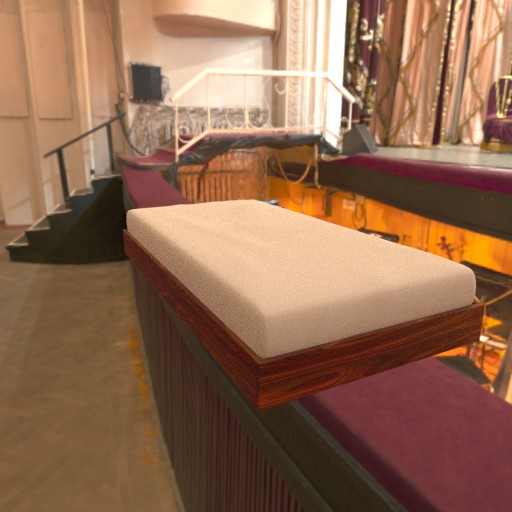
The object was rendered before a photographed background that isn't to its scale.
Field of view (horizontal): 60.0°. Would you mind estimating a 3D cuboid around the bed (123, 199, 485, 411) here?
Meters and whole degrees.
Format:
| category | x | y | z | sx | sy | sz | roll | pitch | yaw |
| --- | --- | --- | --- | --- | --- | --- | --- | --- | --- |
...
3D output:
| category | x | y | z | sx | sy | sz | roll | pitch | yaw |
| --- | --- | --- | --- | --- | --- | --- | --- | --- | --- |
| bed | 0.000 | 0.000 | 2.217 | 0.940 | 0.312 | 1.860 | -8 | 18 | -26 |
